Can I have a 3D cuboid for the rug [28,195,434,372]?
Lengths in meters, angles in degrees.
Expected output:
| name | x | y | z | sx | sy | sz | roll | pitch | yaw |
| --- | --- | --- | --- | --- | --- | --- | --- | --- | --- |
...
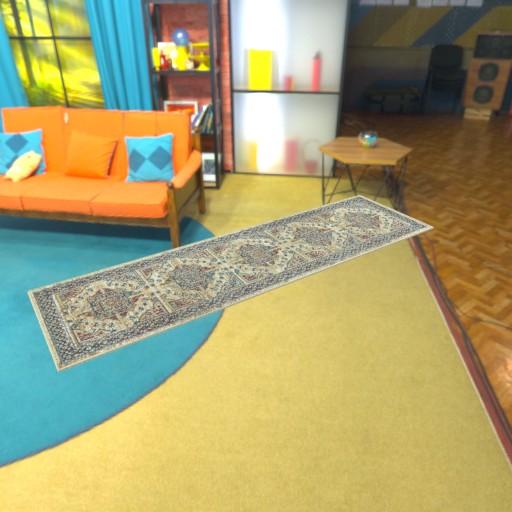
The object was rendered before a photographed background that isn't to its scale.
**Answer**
| name | x | y | z | sx | sy | sz | roll | pitch | yaw |
| --- | --- | --- | --- | --- | --- | --- | --- | --- | --- |
| rug | 0.000 | 0.000 | 2.523 | 2.297 | 0.013 | 0.661 | -18 | 35 | -29 |
